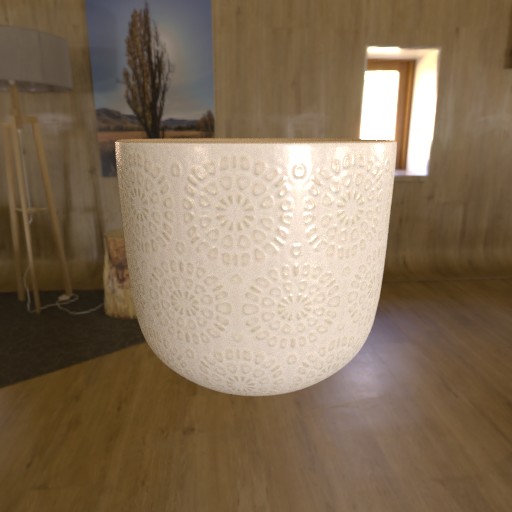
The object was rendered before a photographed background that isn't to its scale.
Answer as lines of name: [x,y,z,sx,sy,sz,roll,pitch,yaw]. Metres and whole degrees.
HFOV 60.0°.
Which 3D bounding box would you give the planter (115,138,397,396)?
planter: [0.000,0.000,0.299,0.170,0.152,0.170,0,15,0]
